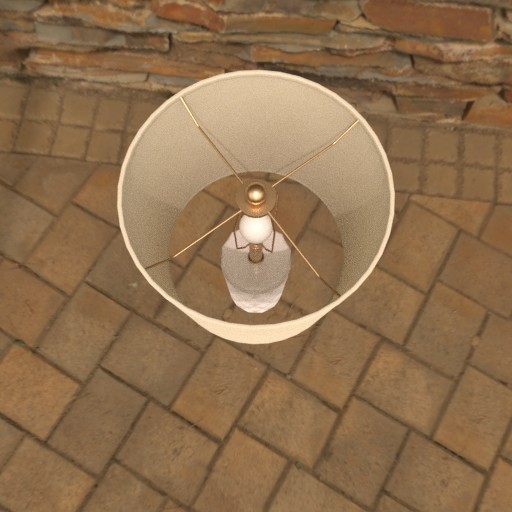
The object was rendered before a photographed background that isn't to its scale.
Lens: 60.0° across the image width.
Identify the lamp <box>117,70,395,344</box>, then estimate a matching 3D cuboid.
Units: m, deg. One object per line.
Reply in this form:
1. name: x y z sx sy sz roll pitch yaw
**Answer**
1. lamp: 0.000 0.000 0.702 0.277 0.537 0.277 2 76 0
